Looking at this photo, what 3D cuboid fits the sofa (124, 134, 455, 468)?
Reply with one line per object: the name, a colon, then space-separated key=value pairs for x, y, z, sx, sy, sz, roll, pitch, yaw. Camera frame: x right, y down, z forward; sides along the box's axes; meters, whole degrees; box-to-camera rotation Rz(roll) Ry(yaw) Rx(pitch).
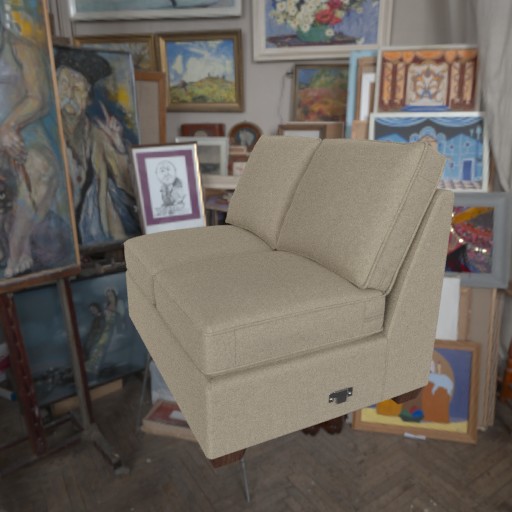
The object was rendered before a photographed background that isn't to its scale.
sofa: x=0.000 y=0.000 z=1.955 sx=0.951 sy=1.008 sz=1.237 roll=-8 pitch=19 yaw=-25
